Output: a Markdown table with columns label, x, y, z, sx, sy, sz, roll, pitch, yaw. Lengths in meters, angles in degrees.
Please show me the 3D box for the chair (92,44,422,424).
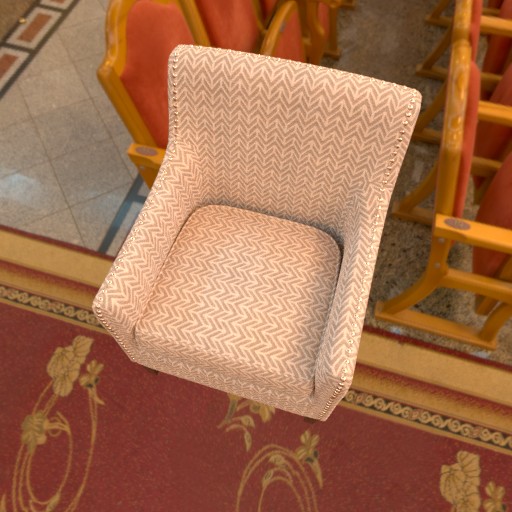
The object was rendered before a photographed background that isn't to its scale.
| label | x | y | z | sx | sy | sz | roll | pitch | yaw |
| --- | --- | --- | --- | --- | --- | --- | --- | --- | --- |
| chair | 0.000 | 0.000 | 1.242 | 0.623 | 0.816 | 0.651 | 15 | 60 | 9 |
